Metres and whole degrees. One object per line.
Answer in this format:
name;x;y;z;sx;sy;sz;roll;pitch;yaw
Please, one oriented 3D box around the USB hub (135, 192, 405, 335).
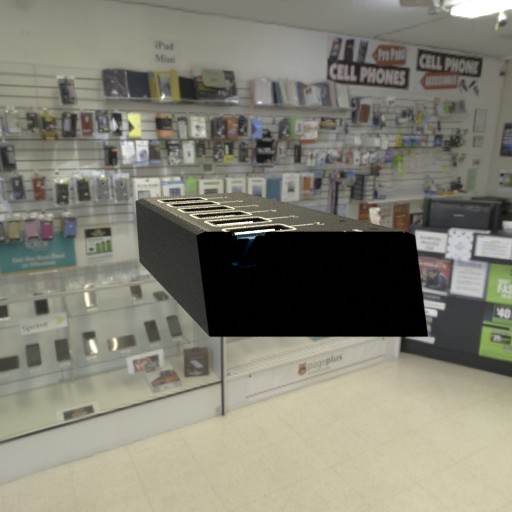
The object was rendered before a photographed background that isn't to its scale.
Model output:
USB hub;0.000;0.000;0.124;0.044;0.023;0.110;-7;16;-26
